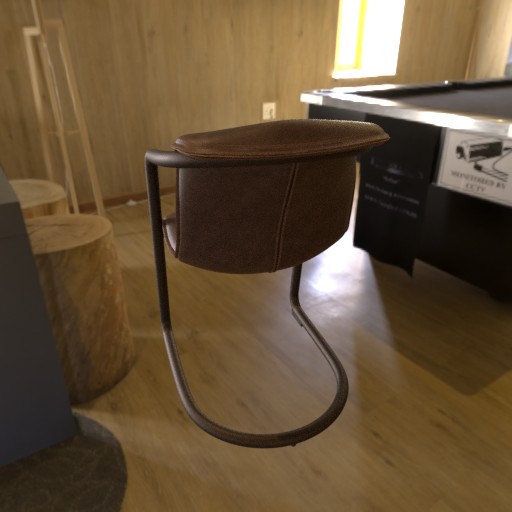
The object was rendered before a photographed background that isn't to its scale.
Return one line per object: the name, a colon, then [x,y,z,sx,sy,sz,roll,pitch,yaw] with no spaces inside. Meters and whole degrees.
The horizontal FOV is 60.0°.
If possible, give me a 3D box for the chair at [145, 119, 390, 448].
chair: [0.000,0.000,1.273,0.536,0.836,0.664,-9,28,-16]
